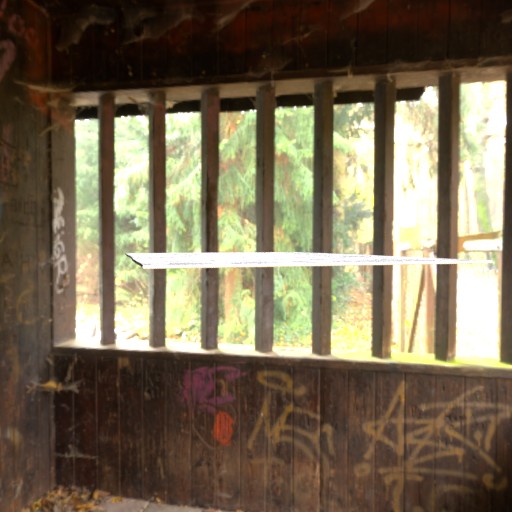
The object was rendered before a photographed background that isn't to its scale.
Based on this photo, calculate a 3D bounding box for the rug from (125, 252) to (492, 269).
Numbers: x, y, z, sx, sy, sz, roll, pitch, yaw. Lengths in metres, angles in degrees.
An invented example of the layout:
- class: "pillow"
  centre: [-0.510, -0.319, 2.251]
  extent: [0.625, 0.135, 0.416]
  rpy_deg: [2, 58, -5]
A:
- class: "rug"
  centre: [0.000, 0.000, 3.103]
  extent: [1.706, 0.026, 2.438]
  rpy_deg: [0, 2, -18]
